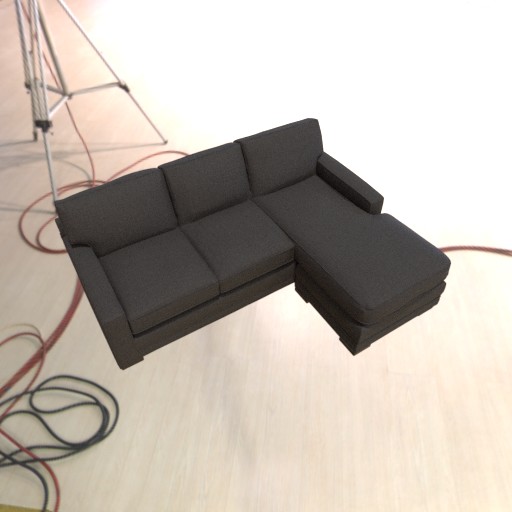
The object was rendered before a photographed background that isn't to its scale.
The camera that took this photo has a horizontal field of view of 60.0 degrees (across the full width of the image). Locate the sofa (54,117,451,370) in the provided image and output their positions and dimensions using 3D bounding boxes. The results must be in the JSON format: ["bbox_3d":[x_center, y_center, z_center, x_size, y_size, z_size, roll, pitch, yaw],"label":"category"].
[{"bbox_3d":[0.000,0.000,3.303,2.370,0.973,1.790,-24,50,-22],"label":"sofa"}]
